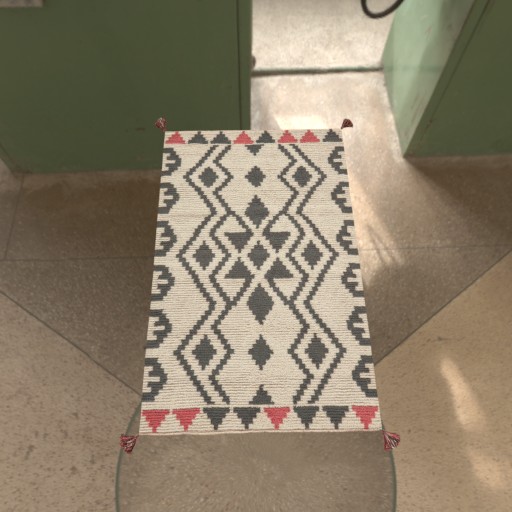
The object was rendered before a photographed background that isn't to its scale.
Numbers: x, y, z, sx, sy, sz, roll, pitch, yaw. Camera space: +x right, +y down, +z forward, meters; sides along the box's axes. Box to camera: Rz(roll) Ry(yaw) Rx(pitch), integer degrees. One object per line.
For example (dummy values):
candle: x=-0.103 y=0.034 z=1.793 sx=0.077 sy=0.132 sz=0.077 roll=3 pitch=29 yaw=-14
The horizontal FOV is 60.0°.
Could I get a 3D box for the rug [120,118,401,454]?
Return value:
rug: x=0.000 y=0.000 z=3.276 sx=1.741 sy=0.066 sz=2.672 roll=-1 pitch=64 yaw=-1
